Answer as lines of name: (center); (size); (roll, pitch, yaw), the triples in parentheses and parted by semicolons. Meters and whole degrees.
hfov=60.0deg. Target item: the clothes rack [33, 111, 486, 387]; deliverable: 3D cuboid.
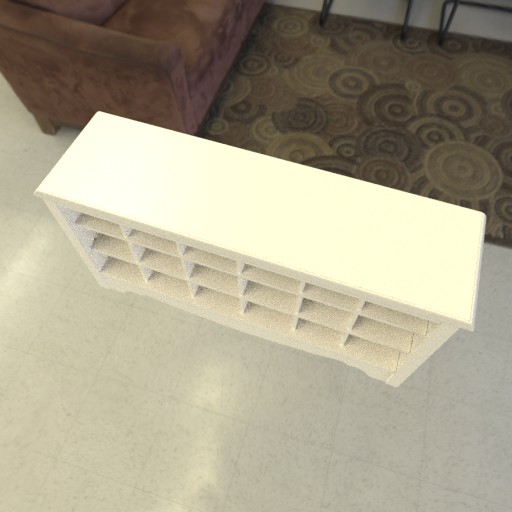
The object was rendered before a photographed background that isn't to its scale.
clothes rack: (0.000, 0.000, 1.353); (1.120, 0.531, 0.324); (17, 61, 10)
